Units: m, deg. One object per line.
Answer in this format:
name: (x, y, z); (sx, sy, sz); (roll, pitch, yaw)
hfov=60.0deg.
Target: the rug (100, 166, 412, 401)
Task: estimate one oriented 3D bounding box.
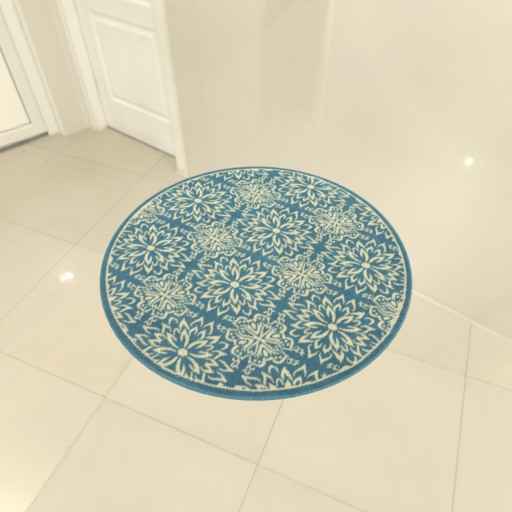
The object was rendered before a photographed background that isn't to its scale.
rug: (0.000, 0.000, 2.322); (1.593, 0.012, 1.593); (0, 47, 0)
